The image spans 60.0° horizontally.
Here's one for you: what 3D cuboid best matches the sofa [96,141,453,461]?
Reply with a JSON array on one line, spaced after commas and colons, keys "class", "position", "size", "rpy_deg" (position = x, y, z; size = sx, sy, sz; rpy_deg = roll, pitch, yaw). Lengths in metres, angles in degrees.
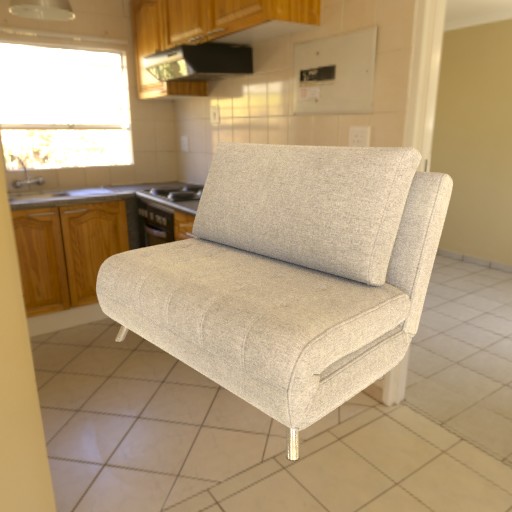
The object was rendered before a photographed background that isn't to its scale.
[{"class": "sofa", "position": [0.000, 0.000, 1.869], "size": [0.910, 0.910, 1.220], "rpy_deg": [-15, 22, -42]}]
